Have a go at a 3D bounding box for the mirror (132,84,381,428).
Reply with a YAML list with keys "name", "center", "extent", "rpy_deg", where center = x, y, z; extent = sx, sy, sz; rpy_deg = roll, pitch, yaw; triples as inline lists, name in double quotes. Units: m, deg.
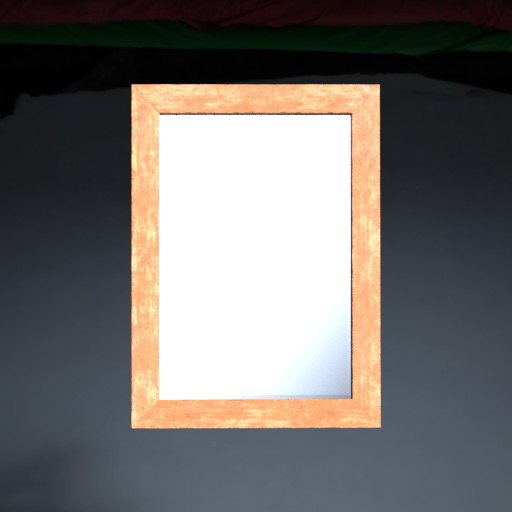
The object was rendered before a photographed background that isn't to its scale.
- name: "mirror"
  center: [0.000, 0.000, 1.429]
  extent: [0.796, 1.099, 0.028]
  rpy_deg: [0, 0, 0]
